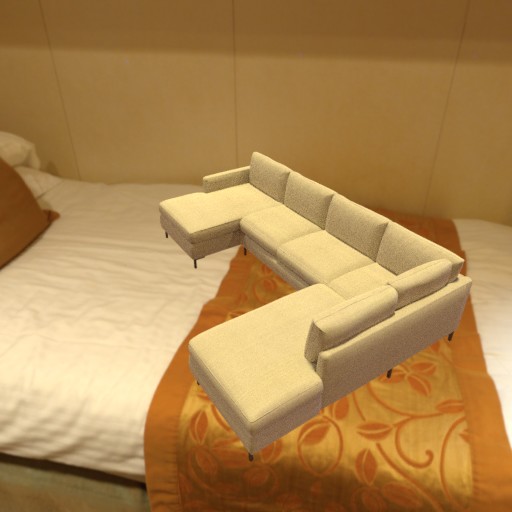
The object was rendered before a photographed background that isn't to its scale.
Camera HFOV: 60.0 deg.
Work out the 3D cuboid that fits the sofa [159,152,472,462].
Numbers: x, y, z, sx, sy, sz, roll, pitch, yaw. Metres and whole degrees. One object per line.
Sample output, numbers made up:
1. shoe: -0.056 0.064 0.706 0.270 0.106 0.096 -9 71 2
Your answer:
1. sofa: 0.000 0.000 3.686 1.879 0.756 2.737 -19 37 -28
